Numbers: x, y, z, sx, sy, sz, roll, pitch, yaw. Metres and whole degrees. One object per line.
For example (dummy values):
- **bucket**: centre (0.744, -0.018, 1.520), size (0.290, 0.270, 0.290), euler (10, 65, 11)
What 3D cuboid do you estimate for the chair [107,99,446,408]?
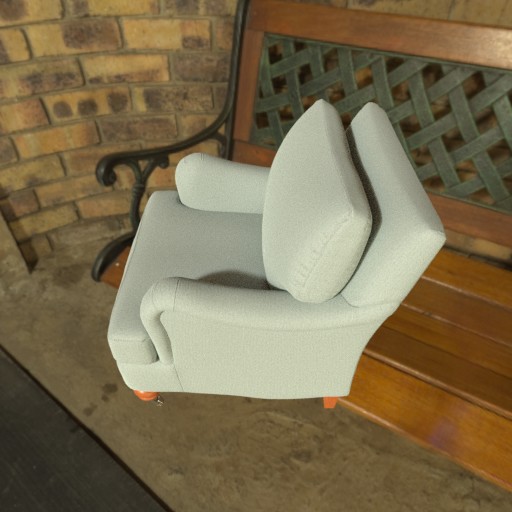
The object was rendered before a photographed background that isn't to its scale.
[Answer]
- **chair**: centre (0.000, 0.000, 1.847), size (1.070, 1.038, 0.955), euler (0, 42, 0)
